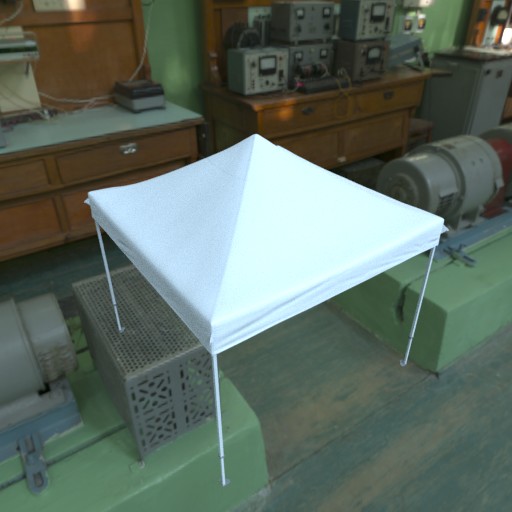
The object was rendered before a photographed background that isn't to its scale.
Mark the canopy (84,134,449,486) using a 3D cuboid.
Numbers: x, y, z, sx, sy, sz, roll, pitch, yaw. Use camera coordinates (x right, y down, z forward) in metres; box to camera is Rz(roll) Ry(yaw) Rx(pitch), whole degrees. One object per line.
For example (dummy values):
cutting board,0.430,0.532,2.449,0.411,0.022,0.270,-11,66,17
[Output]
canopy,0.000,0.000,5.394,2.994,2.998,2.996,-21,38,-29
